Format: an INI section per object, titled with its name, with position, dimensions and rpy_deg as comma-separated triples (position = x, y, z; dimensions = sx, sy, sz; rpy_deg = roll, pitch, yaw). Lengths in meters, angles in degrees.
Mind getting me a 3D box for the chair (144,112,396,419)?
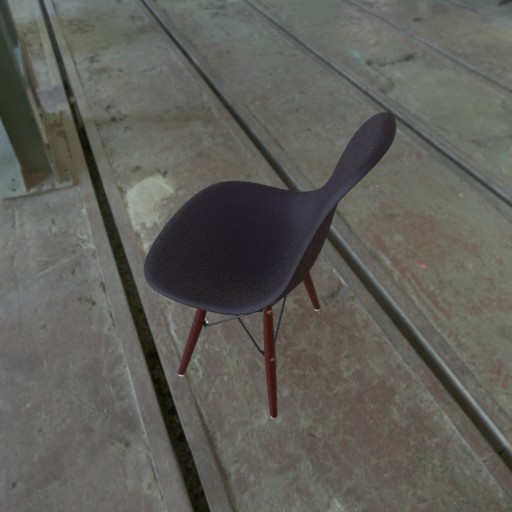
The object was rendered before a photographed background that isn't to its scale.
[chair]
position = 0.000, 0.000, 1.159
dimensions = 0.533, 0.826, 0.470
rpy_deg = 16, 48, 14
